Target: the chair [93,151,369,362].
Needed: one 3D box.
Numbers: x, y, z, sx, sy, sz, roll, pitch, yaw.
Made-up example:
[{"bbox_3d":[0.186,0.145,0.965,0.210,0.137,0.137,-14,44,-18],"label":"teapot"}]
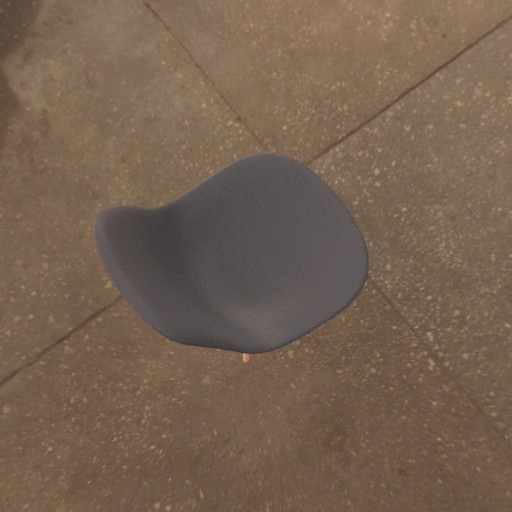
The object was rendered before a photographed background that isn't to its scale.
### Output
[{"bbox_3d":[0.000,0.000,1.119,0.533,0.826,0.470,-34,78,-8],"label":"chair"}]
